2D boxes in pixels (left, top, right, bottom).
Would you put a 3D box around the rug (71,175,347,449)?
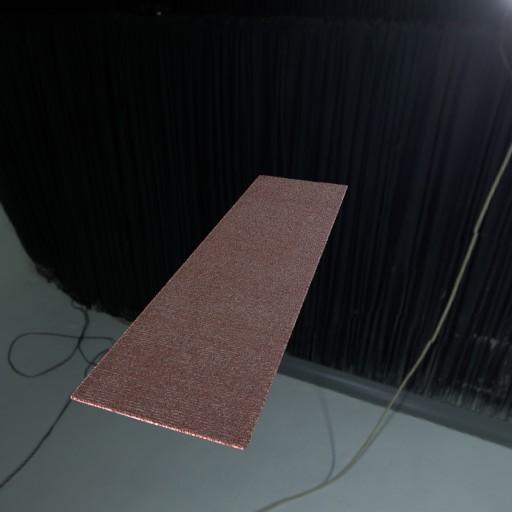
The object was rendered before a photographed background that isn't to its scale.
[{"bbox_3d":[0.000,0.000,2.464,0.687,0.012,2.307,10,33,15],"label":"rug"}]
